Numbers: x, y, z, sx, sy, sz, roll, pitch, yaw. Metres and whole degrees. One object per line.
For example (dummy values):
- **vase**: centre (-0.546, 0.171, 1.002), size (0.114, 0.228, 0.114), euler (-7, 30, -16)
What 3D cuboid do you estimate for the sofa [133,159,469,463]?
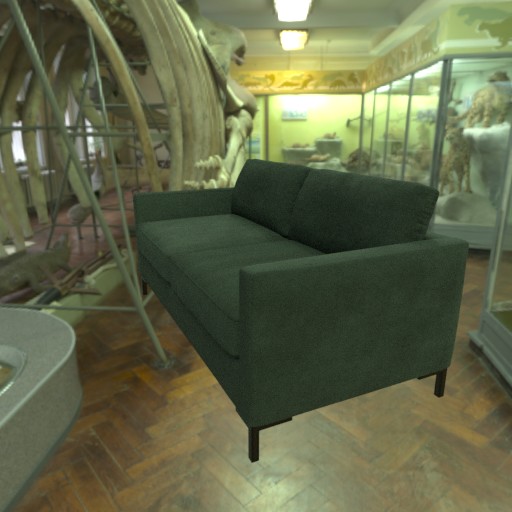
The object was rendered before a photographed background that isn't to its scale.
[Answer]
- **sofa**: centre (0.000, 0.000, 2.125), size (0.875, 0.817, 1.676), euler (-8, 18, -25)
